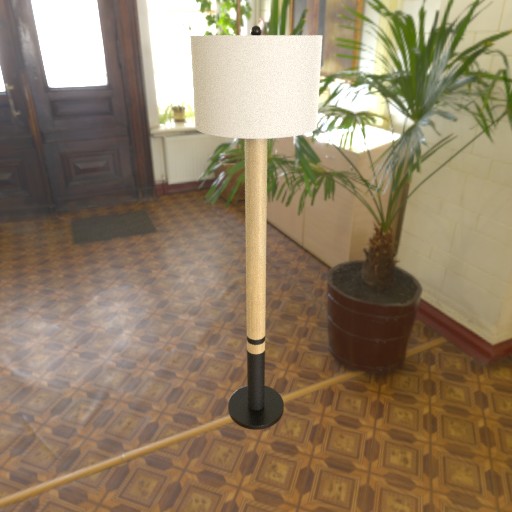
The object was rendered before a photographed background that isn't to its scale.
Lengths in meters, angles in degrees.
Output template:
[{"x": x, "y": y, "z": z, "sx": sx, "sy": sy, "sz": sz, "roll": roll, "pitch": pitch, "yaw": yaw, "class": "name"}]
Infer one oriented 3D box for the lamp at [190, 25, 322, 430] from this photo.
[{"x": 0.000, "y": 0.000, "z": 1.602, "sx": 0.381, "sy": 1.478, "sz": 0.381, "roll": 9, "pitch": 28, "yaw": 16, "class": "lamp"}]
